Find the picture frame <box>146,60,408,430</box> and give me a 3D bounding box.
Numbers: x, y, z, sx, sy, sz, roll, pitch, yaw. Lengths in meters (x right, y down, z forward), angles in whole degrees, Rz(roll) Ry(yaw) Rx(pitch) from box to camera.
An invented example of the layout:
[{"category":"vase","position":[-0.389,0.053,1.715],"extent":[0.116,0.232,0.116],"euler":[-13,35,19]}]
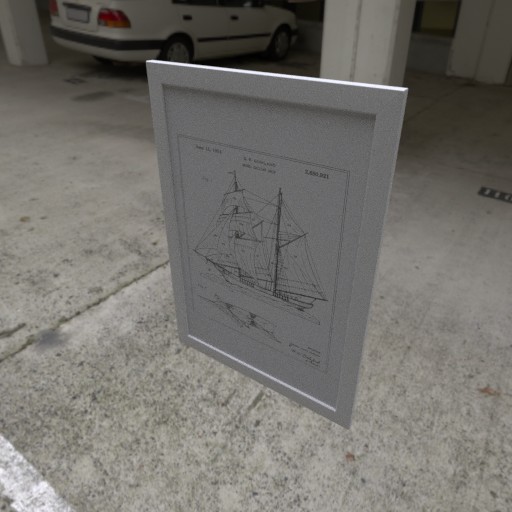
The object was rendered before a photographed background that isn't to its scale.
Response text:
[{"category":"picture frame","position":[0.000,0.000,0.689],"extent":[0.381,0.534,0.012],"euler":[20,36,29]}]
